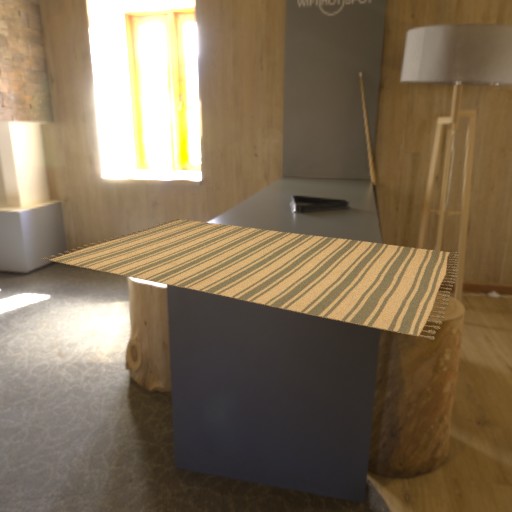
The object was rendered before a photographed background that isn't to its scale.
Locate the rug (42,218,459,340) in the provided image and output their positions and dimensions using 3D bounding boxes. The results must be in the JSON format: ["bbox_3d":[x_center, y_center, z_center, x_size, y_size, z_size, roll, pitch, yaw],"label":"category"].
[{"bbox_3d":[0.000,0.000,2.525,2.084,0.009,1.222,9,19,27],"label":"rug"}]
